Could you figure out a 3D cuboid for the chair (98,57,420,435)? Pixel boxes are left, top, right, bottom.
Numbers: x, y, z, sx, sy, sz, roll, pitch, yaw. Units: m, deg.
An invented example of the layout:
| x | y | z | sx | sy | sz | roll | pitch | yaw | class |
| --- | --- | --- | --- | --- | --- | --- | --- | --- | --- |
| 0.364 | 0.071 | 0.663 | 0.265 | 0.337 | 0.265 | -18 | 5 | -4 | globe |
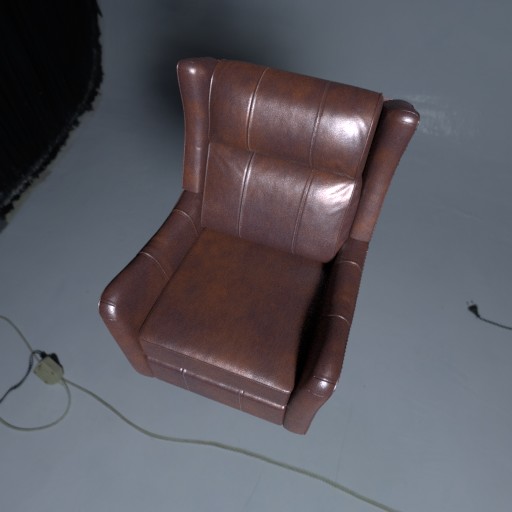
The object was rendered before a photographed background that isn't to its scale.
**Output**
| x | y | z | sx | sy | sz | roll | pitch | yaw | class |
| --- | --- | --- | --- | --- | --- | --- | --- | --- | --- |
| 0.000 | 0.000 | 1.770 | 0.869 | 1.084 | 1.008 | 17 | 59 | 11 | chair |
